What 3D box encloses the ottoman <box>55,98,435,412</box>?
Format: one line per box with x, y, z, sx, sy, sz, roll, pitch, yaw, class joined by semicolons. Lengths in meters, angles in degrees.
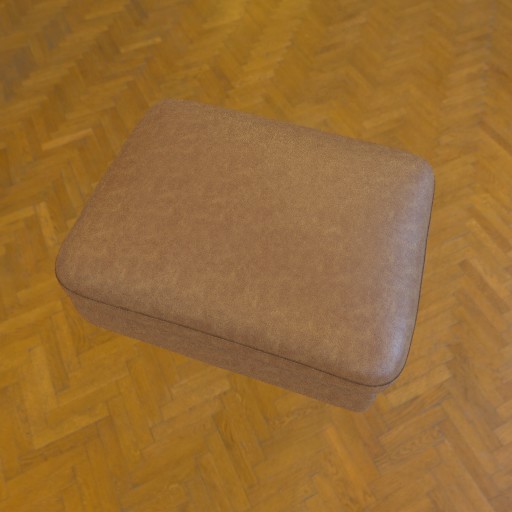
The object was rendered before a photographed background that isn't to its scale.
0.000;0.000;1.122;0.747;0.478;0.593;15;60;9;ottoman
